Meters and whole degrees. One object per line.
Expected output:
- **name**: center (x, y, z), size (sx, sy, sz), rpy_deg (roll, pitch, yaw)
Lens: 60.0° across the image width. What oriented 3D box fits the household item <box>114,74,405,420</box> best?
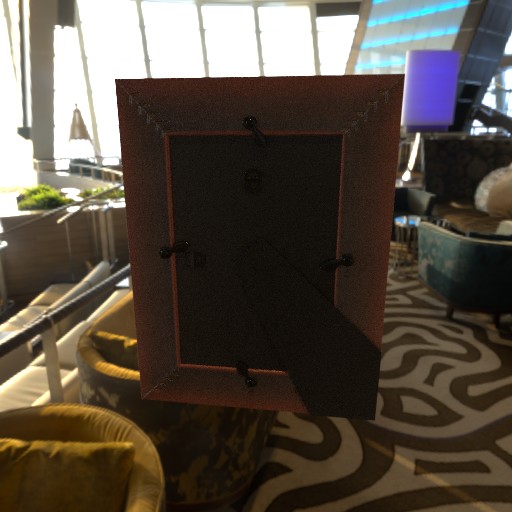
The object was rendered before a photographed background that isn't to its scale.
- **household item**: center (0.000, 0.000, 0.289), size (0.165, 0.216, 0.025), rpy_deg (2, 16, 8)
